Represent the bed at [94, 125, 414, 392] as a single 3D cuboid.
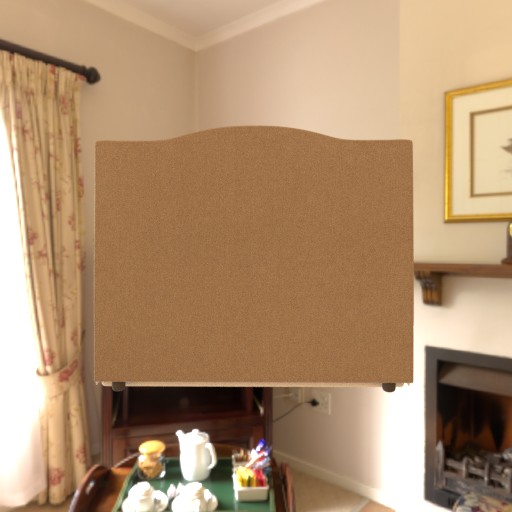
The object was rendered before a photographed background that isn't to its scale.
[{"bbox_3d":[0.000,0.000,3.491,1.821,1.436,2.282,0,1,1],"label":"bed"}]
